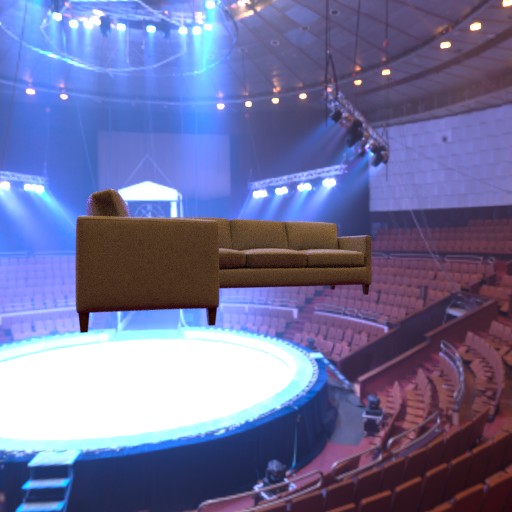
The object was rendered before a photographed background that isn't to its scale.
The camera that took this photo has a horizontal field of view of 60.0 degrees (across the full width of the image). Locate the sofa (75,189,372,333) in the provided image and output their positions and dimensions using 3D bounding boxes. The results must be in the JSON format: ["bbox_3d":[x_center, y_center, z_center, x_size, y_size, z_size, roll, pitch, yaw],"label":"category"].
[{"bbox_3d":[0.000,0.000,4.482,3.301,0.947,2.592,0,0,-20],"label":"sofa"}]
